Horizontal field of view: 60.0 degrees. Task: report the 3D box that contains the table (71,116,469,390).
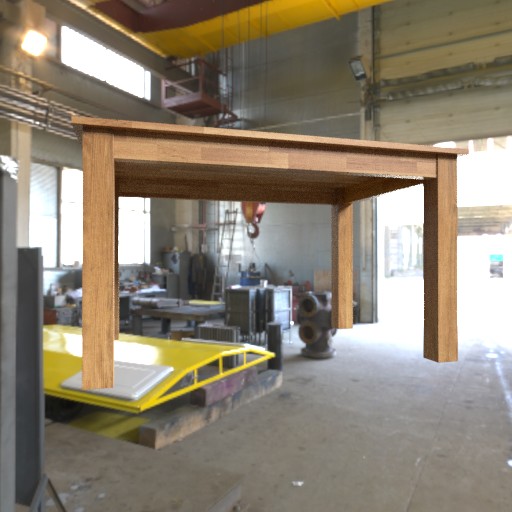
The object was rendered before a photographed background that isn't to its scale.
[{"bbox_3d":[0.000,0.000,1.809,1.300,0.750,0.900,0,0,-16],"label":"table"}]
